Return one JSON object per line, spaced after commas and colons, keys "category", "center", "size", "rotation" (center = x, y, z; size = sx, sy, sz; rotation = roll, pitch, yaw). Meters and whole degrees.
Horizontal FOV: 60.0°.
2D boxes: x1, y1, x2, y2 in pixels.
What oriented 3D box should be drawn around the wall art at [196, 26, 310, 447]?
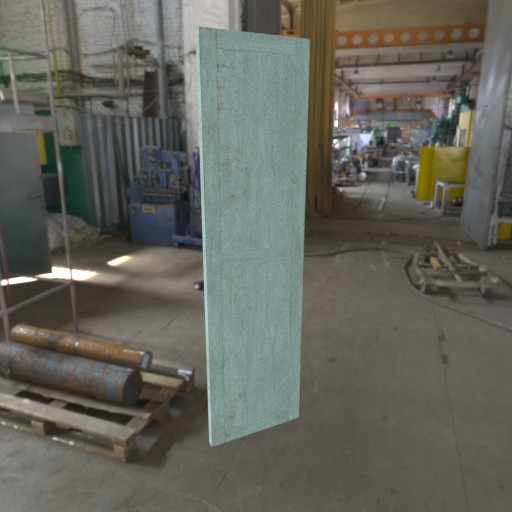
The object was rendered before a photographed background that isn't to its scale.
{"category": "wall art", "center": [0.000, 0.000, 1.336], "size": [0.329, 1.219, 0.025], "rotation": [-8, 17, -27]}
